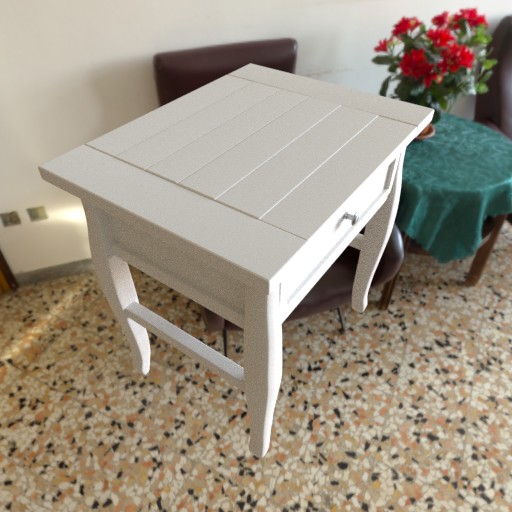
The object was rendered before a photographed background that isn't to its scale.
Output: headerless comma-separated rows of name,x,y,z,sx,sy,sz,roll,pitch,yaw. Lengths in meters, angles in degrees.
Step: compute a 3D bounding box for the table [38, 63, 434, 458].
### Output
table,0.000,0.000,1.016,0.463,0.605,0.599,25,48,25
